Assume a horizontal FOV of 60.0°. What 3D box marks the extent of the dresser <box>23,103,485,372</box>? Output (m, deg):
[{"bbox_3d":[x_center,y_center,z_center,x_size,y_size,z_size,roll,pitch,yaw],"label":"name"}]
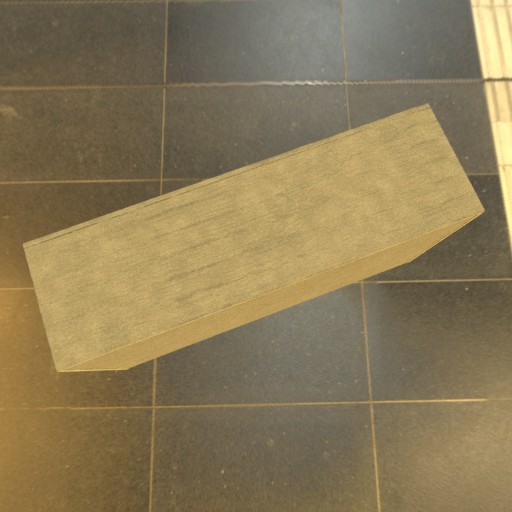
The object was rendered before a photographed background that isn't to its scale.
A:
[{"bbox_3d":[0.000,0.000,2.051,1.628,0.889,0.483,-20,77,-5],"label":"dresser"}]
